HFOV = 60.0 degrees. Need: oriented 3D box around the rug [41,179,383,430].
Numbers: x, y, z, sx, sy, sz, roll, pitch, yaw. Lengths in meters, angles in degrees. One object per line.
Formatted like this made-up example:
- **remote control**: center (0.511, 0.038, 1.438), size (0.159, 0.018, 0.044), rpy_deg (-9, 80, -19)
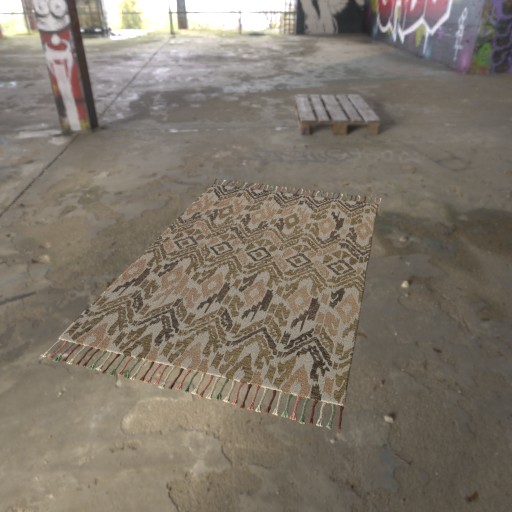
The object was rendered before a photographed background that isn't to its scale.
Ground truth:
- **rug**: center (0.000, 0.000, 2.985), size (1.524, 0.008, 2.438), rpy_deg (9, 33, 14)
